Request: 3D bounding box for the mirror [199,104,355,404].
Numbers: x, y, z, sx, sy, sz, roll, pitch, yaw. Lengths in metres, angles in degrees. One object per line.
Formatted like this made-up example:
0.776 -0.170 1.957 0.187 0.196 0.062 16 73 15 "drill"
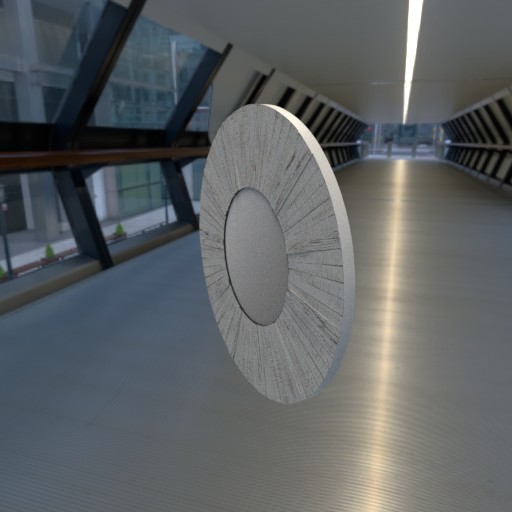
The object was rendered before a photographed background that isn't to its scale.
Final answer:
0.000 0.000 1.411 0.038 0.914 0.914 -8 17 -27 "mirror"
